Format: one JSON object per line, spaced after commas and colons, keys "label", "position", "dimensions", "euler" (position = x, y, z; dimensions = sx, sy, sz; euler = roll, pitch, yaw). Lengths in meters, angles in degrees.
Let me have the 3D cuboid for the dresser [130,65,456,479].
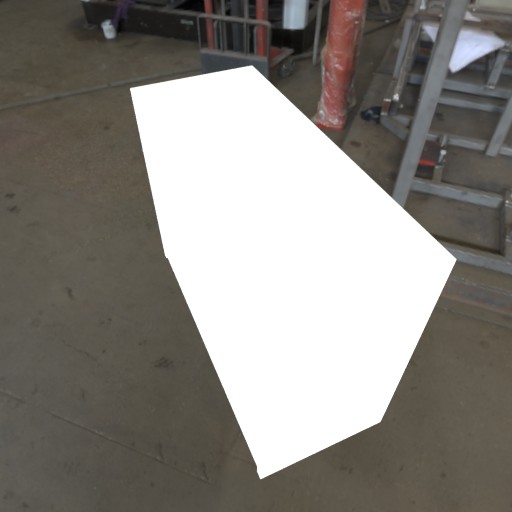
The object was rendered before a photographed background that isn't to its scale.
{"label": "dresser", "position": [0.000, 0.000, 1.538], "dimensions": [0.460, 0.820, 1.100], "euler": [-18, 48, -17]}
